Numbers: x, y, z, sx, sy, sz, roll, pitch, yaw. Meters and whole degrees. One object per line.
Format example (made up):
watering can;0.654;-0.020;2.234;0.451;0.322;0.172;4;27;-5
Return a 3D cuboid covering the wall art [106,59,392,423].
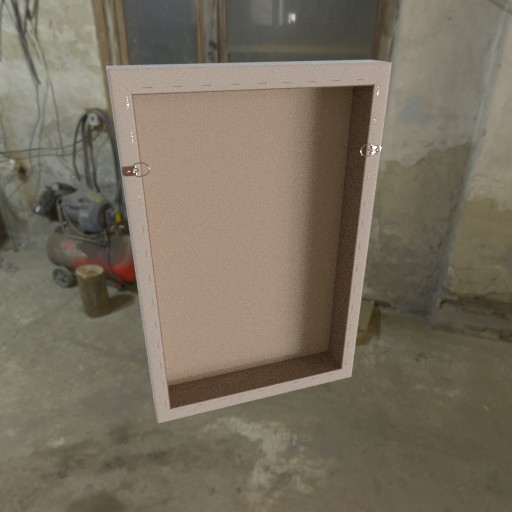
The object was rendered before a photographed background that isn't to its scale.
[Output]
wall art;0.000;0.000;0.478;0.252;0.381;0.039;-8;28;-16
